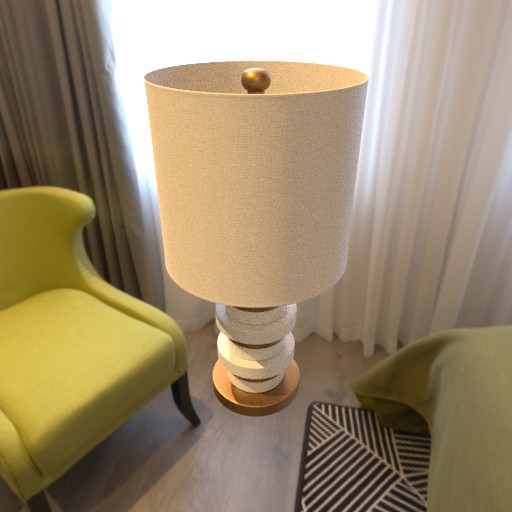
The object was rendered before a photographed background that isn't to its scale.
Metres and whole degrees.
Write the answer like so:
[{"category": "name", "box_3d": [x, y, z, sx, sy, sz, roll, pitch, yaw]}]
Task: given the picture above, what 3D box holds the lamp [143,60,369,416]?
[{"category": "lamp", "box_3d": [0.000, 0.000, 0.522, 0.210, 0.410, 0.210, -10, 32, -17]}]
